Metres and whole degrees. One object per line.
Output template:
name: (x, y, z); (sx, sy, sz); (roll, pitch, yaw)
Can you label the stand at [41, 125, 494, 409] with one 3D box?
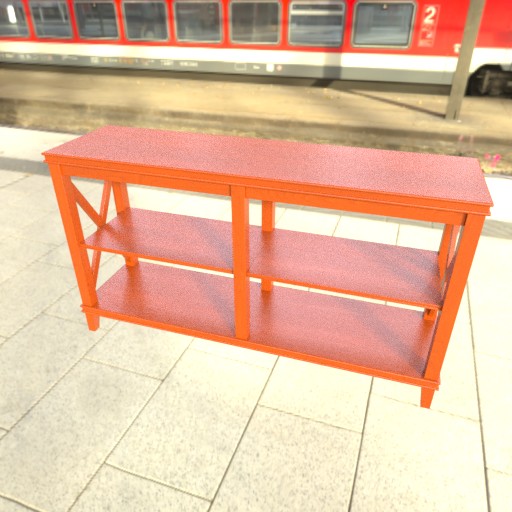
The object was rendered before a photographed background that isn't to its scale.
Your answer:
stand: (0.000, 0.000, 1.636); (1.372, 0.762, 0.381); (9, 32, 15)
